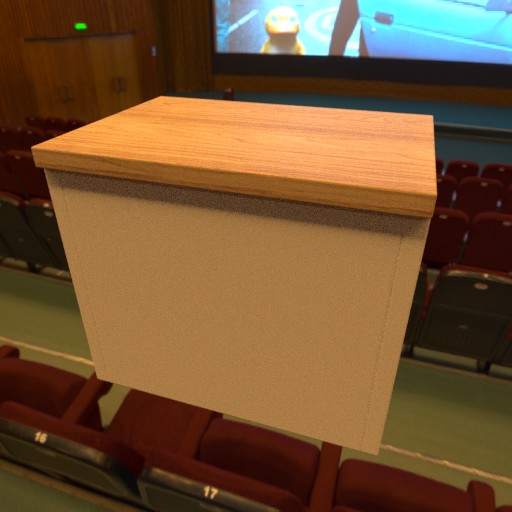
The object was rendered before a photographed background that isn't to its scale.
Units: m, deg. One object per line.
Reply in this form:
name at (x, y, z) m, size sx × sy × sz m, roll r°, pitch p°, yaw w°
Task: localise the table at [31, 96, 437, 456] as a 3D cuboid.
table at (0.000, 0.000, 0.768) m, size 0.500 × 0.440 × 0.360 m, roll 10°, pitch 32°, yaw 16°
